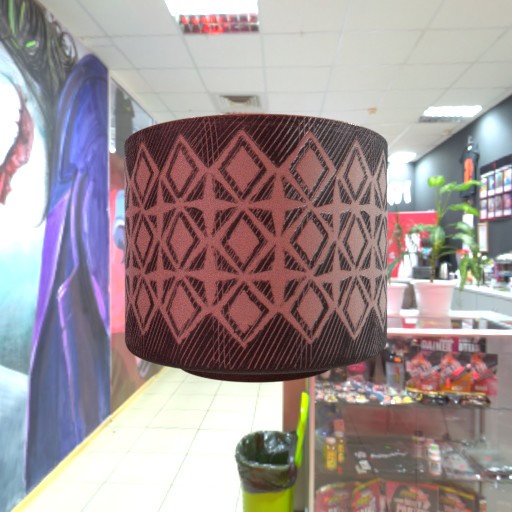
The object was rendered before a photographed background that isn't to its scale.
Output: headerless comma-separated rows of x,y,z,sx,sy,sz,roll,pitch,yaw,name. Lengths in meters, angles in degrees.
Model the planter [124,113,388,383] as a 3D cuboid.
0.000,0.000,0.223,0.126,0.104,0.126,0,1,0,planter
